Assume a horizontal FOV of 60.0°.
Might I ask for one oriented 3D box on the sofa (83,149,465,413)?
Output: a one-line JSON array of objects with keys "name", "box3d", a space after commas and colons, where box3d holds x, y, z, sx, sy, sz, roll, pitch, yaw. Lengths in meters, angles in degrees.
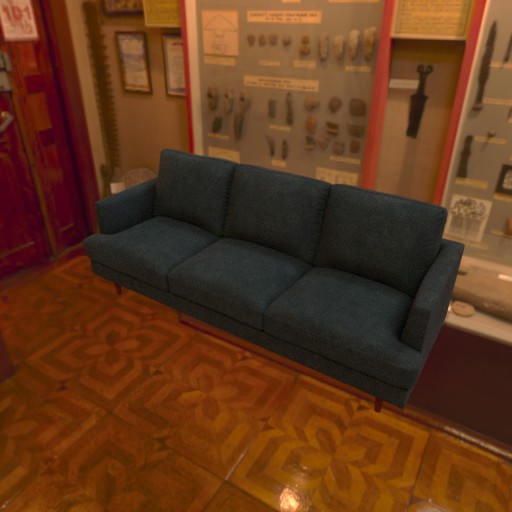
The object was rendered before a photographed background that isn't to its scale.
[{"name": "sofa", "box3d": [0.000, 0.000, 2.768, 2.246, 0.930, 0.903, 18, 34, 28]}]
